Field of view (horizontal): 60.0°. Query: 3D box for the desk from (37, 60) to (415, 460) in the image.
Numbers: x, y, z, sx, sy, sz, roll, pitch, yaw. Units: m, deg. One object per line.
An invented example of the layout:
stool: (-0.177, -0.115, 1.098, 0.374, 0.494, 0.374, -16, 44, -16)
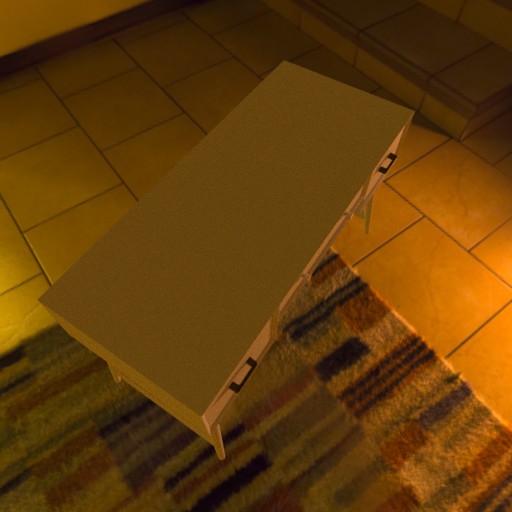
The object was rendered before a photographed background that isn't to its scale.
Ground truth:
desk: (0.000, 0.000, 1.758, 0.589, 0.762, 1.313, 29, 62, 17)
